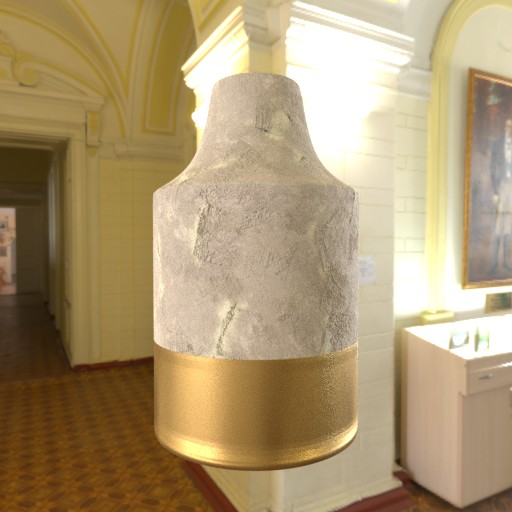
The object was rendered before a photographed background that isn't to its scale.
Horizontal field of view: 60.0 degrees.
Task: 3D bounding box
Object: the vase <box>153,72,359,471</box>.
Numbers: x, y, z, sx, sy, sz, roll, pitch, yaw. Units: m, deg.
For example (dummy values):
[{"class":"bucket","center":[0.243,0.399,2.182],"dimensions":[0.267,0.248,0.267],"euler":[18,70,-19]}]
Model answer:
[{"class":"vase","center":[0.000,0.000,0.407],"dimensions":[0.184,0.305,0.184],"euler":[0,2,0]}]
